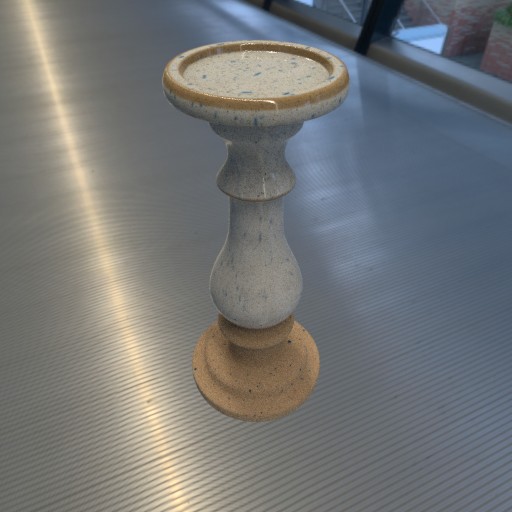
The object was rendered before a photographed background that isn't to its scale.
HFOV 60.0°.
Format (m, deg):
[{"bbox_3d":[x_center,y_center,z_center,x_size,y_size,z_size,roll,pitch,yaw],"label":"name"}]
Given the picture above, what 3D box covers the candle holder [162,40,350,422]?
[{"bbox_3d":[0.000,0.000,0.244,0.088,0.203,0.088,0,41,0],"label":"candle holder"}]
